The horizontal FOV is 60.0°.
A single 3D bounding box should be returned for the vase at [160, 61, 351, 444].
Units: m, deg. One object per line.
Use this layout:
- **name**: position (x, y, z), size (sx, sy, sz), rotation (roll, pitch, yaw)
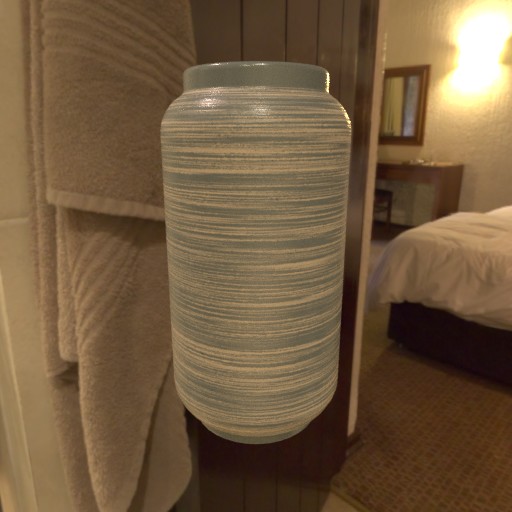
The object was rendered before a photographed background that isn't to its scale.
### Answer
- **vase**: position (0.000, 0.000, 0.297), size (0.116, 0.230, 0.116), rotation (0, 16, 0)
